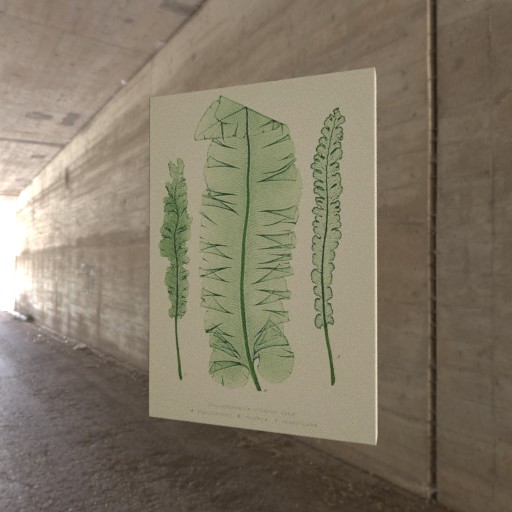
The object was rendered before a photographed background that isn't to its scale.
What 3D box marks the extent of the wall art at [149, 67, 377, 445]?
[{"bbox_3d":[0.000,0.000,0.798,0.418,0.608,0.038,0,-1,19],"label":"wall art"}]
